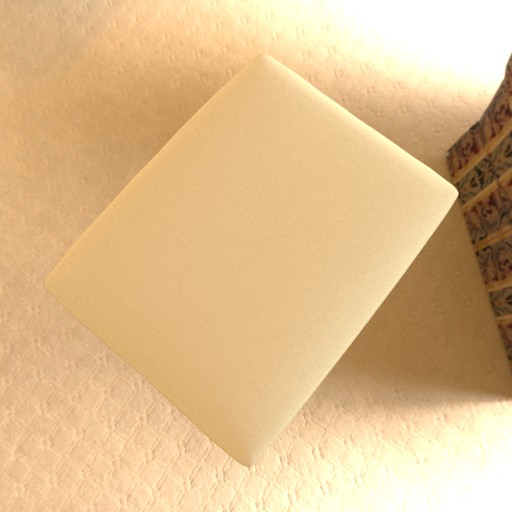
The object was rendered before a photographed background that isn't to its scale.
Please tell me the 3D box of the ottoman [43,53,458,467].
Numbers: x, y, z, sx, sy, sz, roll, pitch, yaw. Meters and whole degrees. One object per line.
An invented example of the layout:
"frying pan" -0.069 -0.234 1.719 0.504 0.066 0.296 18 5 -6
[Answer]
"ottoman" 0.000 0.000 1.117 0.584 0.513 0.741 39 79 9
